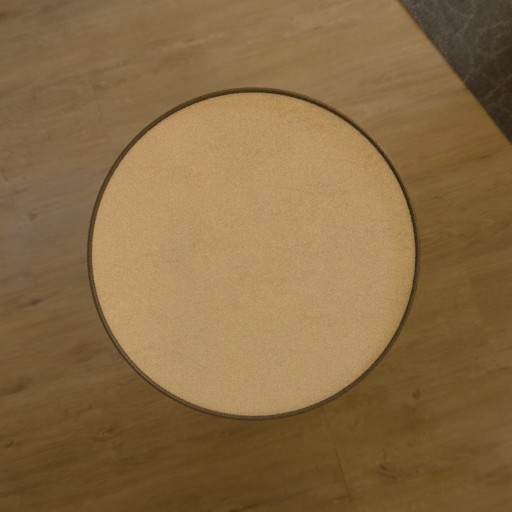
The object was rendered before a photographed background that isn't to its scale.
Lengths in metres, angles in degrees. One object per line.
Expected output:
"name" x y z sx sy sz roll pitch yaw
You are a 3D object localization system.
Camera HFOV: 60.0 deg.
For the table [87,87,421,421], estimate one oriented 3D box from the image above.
"table" 0.000 0.000 0.919 0.480 0.565 0.480 0 89 1
